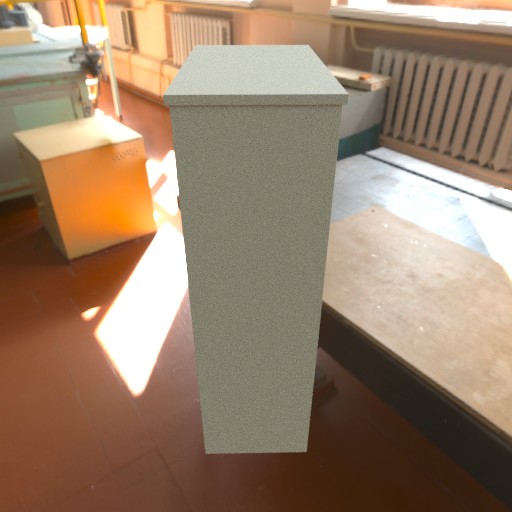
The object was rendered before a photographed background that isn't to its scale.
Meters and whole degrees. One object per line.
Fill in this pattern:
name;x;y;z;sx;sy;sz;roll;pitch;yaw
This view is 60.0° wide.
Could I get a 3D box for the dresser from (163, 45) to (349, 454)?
dresser;0.000;0.000;1.555;0.399;1.255;0.704;-1;33;-1
